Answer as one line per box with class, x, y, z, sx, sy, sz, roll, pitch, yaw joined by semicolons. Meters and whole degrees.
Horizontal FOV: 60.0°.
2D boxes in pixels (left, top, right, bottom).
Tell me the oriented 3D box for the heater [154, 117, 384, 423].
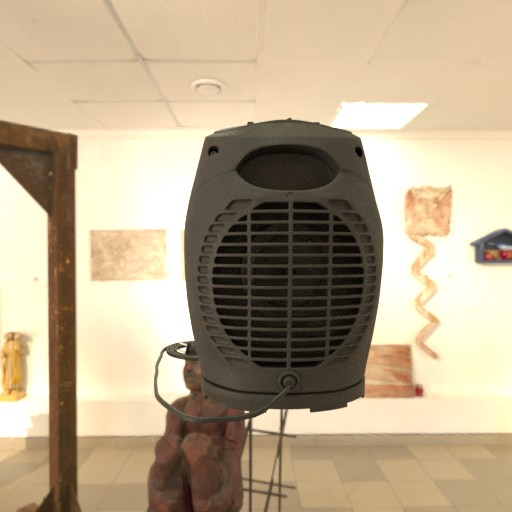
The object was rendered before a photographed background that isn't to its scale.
heater;0.000;0.000;0.480;0.239;0.255;0.291;0;1;-1
